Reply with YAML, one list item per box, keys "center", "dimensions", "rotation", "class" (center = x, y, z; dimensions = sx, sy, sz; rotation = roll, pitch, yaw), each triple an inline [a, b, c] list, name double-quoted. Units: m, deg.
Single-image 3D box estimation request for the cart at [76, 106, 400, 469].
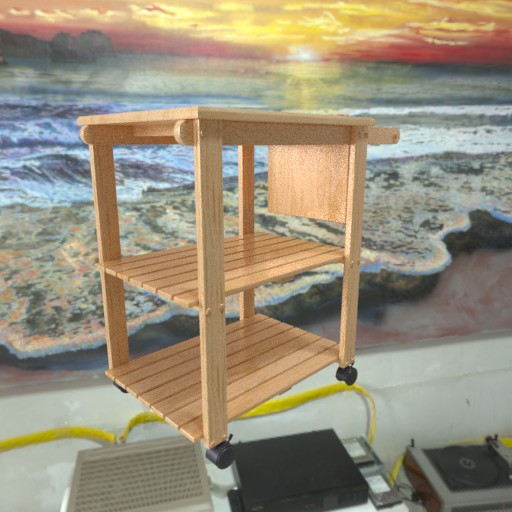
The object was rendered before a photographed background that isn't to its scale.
- center: [0.000, 0.000, 1.358]
  dimensions: [0.843, 0.816, 0.520]
  rotation: [-14, 20, -43]
  class: "cart"
